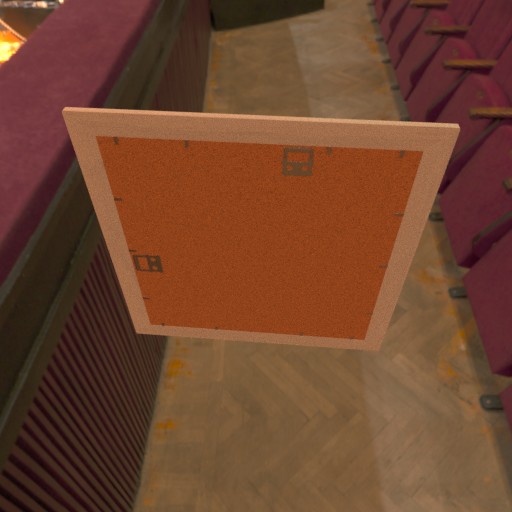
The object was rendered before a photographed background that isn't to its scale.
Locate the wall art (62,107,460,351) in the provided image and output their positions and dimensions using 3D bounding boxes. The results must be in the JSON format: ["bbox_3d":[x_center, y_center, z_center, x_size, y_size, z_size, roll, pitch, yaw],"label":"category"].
[{"bbox_3d":[0.000,0.000,0.859,0.584,0.584,0.013,4,46,3],"label":"wall art"}]
